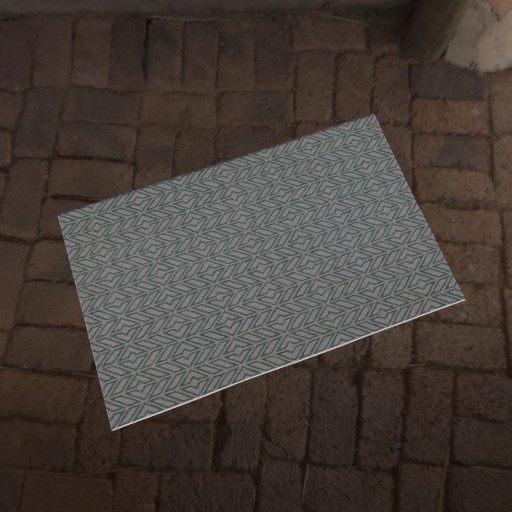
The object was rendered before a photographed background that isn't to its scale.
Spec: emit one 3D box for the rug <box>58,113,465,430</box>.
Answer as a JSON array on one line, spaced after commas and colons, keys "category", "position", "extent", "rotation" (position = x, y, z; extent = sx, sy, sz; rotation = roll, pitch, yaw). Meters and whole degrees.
[{"category": "rug", "position": [0.000, 0.000, 3.049], "extent": [2.435, 0.011, 1.517], "rotation": [-19, 75, -5]}]
